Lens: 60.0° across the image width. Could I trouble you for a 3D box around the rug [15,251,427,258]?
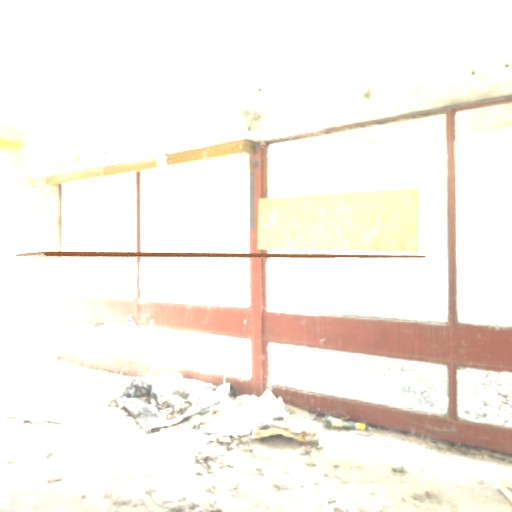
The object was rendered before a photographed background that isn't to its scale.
[{"bbox_3d":[0.000,0.000,2.451,2.274,0.016,0.651,0,-1,-36],"label":"rug"}]
